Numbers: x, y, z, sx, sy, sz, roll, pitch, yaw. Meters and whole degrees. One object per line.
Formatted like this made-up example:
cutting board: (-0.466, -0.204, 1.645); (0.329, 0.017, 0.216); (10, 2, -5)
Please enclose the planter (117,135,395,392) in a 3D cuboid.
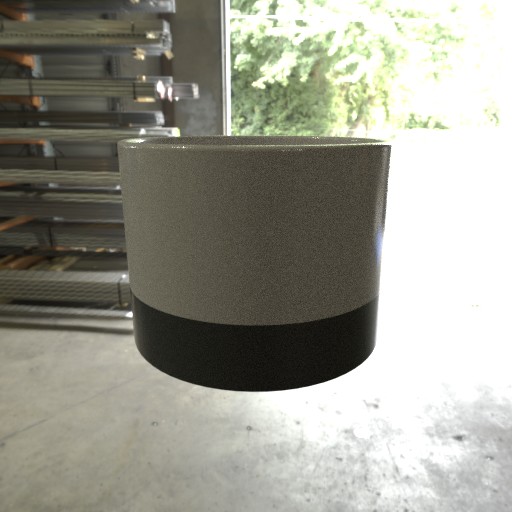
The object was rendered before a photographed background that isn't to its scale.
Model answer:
planter: (0.000, 0.000, 0.347); (0.193, 0.177, 0.193); (0, 17, 0)
